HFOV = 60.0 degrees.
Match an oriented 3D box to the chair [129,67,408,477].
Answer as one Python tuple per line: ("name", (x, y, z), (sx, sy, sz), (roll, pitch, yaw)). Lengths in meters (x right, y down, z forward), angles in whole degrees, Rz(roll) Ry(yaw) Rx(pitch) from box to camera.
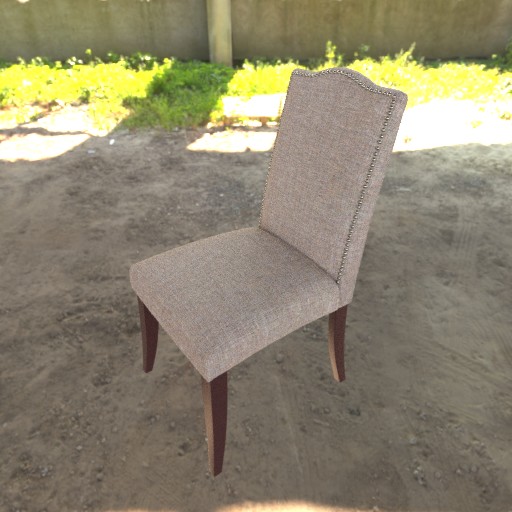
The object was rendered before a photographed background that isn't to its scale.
("chair", (0.000, 0.000, 1.355), (0.660, 1.016, 0.513), (-21, 38, -29))
